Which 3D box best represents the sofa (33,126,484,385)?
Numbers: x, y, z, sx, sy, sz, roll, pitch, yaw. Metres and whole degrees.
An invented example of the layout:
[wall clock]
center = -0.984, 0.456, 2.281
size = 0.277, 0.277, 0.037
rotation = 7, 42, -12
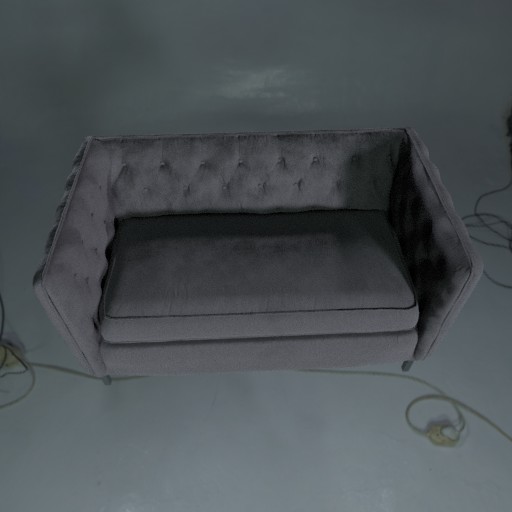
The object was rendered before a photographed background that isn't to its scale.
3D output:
[sofa]
center = 0.000, 0.000, 2.046
size = 1.583, 0.810, 0.909
rotation = -2, 49, -2
